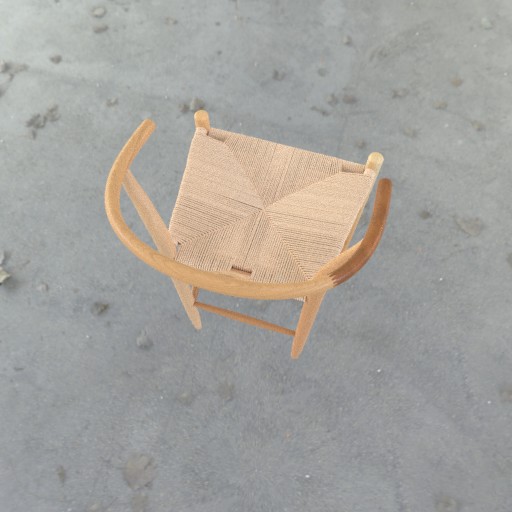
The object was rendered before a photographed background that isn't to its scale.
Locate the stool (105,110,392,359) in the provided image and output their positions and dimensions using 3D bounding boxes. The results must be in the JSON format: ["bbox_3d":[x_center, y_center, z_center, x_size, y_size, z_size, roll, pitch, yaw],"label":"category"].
[{"bbox_3d":[0.000,0.000,1.238,0.536,0.923,0.575,16,65,8],"label":"stool"}]
